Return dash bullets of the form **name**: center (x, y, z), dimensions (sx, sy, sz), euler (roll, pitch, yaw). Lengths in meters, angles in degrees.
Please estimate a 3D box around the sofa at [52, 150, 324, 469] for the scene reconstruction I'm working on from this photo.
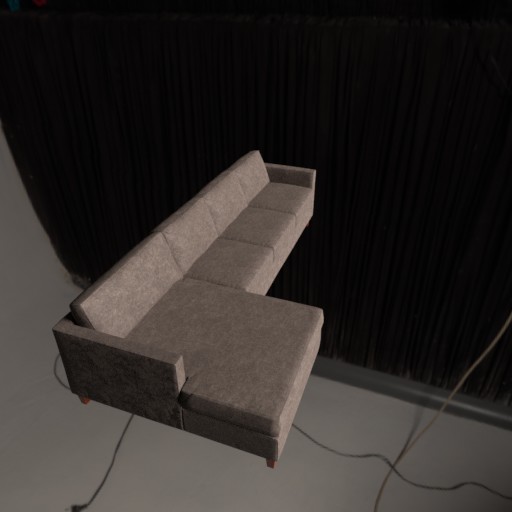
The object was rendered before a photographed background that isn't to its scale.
- **sofa**: center (0.000, 0.000, 4.167), dimensions (1.606, 0.954, 3.471), euler (11, 33, 17)
